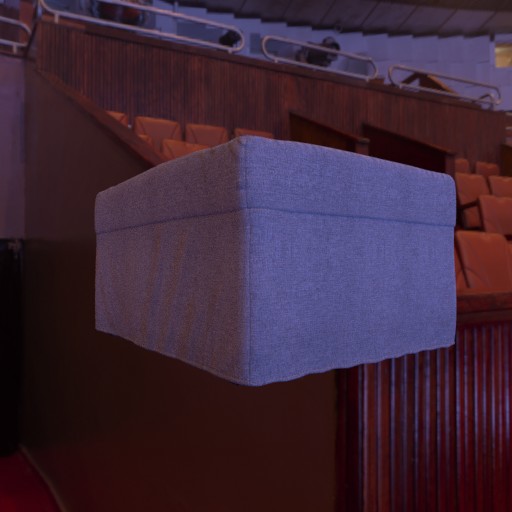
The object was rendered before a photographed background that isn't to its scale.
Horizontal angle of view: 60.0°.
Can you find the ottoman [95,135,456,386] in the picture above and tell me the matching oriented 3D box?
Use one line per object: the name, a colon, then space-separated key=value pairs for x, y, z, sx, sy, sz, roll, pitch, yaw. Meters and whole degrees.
ottoman: x=0.000 y=0.000 z=1.236 sx=0.652 sy=0.492 sz=0.833 roll=1 pitch=-1 yaw=-37
